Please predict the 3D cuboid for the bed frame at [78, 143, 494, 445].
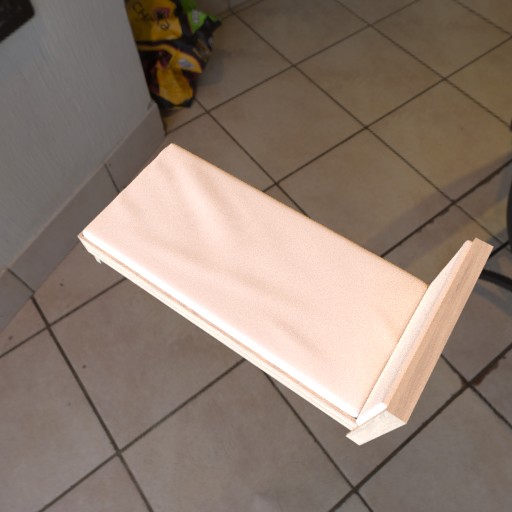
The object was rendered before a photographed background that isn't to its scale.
[{"bbox_3d":[0.000,0.000,2.667,2.140,0.920,0.990,31,66,15],"label":"bed frame"}]
